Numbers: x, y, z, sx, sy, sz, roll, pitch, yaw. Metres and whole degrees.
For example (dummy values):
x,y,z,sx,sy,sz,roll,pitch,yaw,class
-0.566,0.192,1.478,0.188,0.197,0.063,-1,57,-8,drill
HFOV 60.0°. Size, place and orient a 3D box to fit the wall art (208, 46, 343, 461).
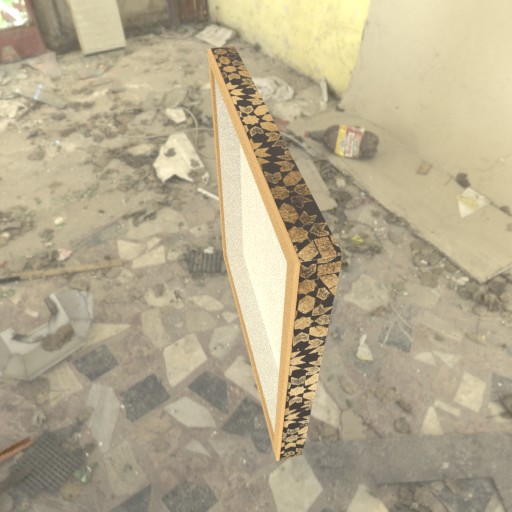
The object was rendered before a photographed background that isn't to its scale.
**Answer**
x,y,z,sx,sy,sz,roll,pitch,yaw,class
0.000,0.000,0.609,0.038,0.405,0.405,-10,47,-9,wall art
